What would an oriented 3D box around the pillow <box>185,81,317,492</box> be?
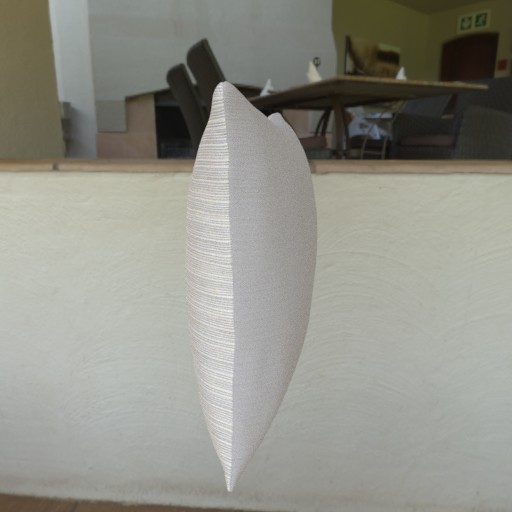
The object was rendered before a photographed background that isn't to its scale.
[{"bbox_3d":[0.000,0.000,0.751,0.204,0.497,0.512,2,14,9],"label":"pillow"}]
